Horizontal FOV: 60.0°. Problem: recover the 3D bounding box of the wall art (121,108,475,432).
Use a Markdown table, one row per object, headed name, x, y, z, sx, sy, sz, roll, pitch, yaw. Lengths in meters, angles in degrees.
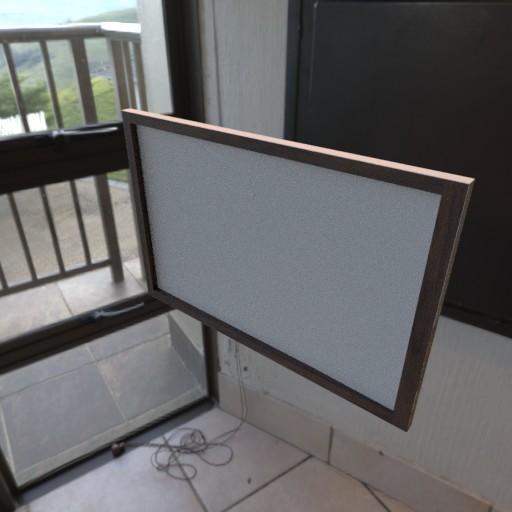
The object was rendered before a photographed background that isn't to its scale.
| name | x | y | z | sx | sy | sz | roll | pitch | yaw |
| --- | --- | --- | --- | --- | --- | --- | --- | --- | --- |
| wall art | 0.000 | 0.000 | 1.883 | 1.520 | 1.016 | 0.051 | 21 | 36 | 32 |
